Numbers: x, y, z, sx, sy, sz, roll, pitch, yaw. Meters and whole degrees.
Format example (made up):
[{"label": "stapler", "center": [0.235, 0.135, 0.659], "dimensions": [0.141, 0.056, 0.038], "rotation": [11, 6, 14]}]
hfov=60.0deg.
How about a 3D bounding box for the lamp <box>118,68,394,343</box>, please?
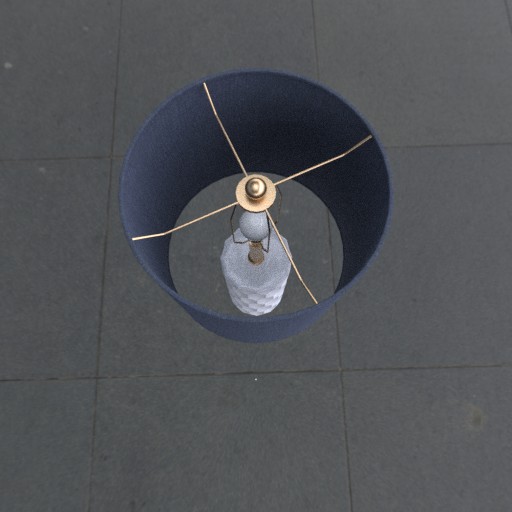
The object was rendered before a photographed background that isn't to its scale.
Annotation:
[{"label": "lamp", "center": [0.000, 0.000, 0.704], "dimensions": [0.277, 0.537, 0.277], "rotation": [13, 75, 4]}]
